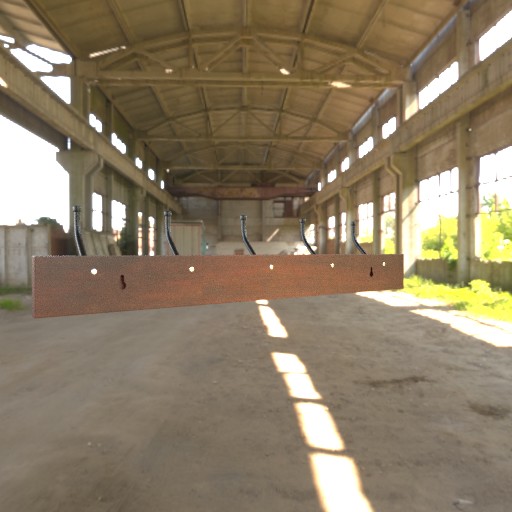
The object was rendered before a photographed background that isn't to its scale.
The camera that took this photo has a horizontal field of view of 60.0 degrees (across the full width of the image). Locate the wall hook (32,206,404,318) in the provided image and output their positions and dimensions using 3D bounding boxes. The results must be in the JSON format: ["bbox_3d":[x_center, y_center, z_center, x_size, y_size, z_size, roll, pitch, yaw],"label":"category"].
[{"bbox_3d":[0.000,0.000,0.618,0.571,0.117,0.071,0,1,-36],"label":"wall hook"}]
